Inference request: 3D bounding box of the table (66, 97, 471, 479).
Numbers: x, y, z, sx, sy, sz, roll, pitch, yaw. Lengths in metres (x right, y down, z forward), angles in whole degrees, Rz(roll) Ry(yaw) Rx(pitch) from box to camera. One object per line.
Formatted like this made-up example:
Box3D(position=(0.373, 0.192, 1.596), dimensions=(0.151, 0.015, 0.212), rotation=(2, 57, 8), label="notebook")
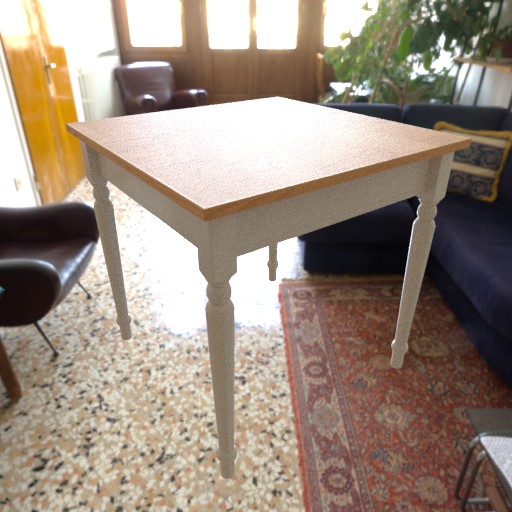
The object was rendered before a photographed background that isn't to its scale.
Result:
Box3D(position=(0.000, 0.000, 1.319), dimensions=(0.747, 0.738, 0.747), rotation=(-19, 34, -31), label="table")
